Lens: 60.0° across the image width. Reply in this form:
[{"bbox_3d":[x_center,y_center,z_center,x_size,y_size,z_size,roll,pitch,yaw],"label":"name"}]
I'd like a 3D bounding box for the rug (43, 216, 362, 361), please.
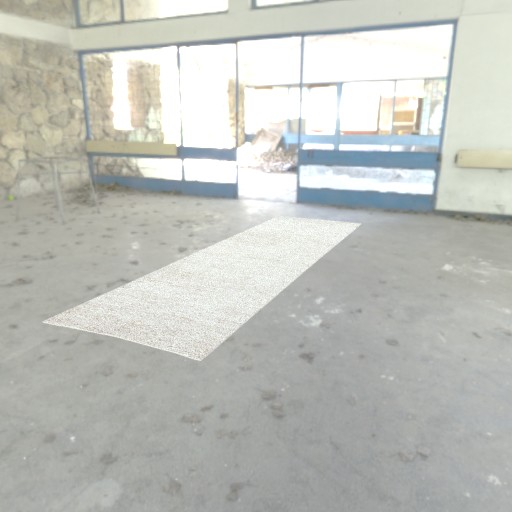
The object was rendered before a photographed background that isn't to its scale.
[{"bbox_3d":[0.000,0.000,2.580,0.712,0.013,2.346,8,18,24],"label":"rug"}]
